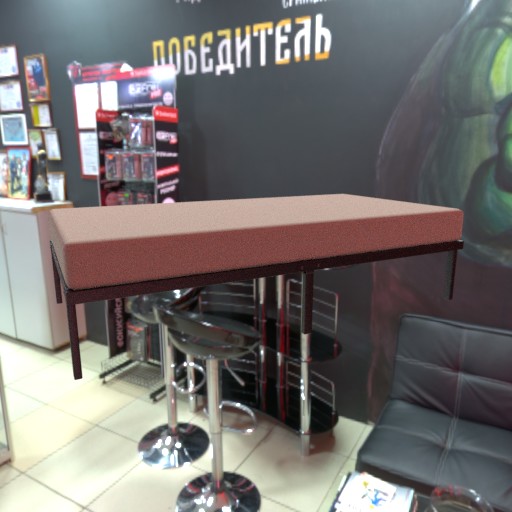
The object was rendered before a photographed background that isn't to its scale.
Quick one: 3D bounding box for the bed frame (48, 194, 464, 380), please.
[{"bbox_3d":[0.000,0.000,3.196,2.635,0.680,1.393,-7,15,-26],"label":"bed frame"}]
